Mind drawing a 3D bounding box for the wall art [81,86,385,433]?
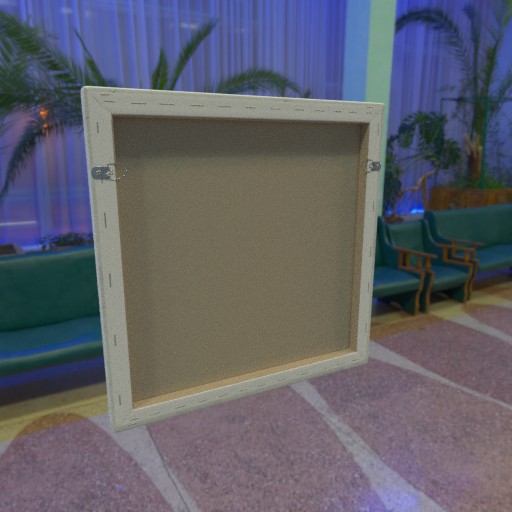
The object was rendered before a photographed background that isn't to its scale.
[{"bbox_3d":[0.000,0.000,1.119,0.762,0.762,0.038,-7,15,-26],"label":"wall art"}]
